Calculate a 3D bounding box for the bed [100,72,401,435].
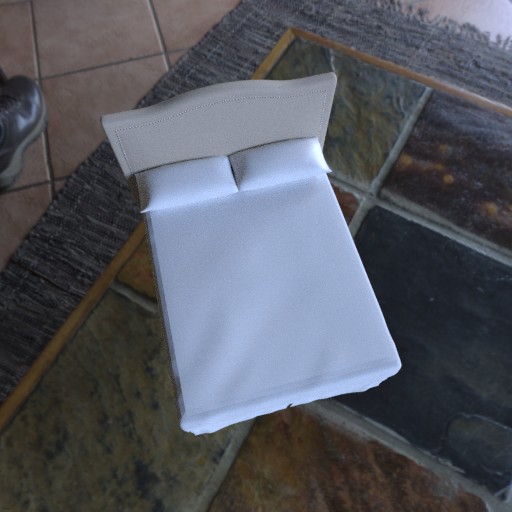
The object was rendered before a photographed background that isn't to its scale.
[{"bbox_3d":[0.000,0.000,3.213,1.678,1.398,2.052,-13,65,-6],"label":"bed"}]
